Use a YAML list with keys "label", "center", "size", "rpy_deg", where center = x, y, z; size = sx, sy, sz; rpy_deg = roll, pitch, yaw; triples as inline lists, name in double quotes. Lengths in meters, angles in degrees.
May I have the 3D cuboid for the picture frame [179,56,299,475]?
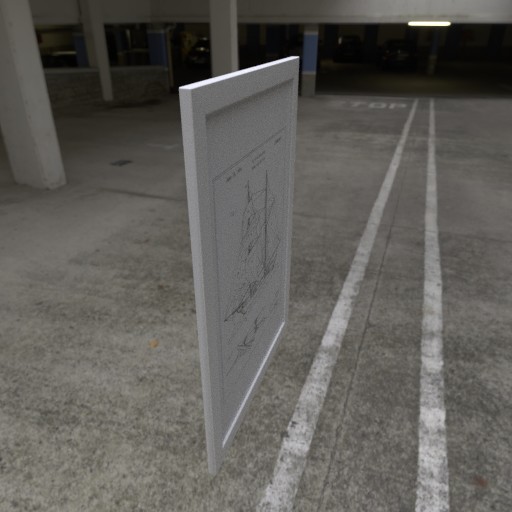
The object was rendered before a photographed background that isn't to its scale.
- label: "picture frame"
  center: [0.000, 0.000, 0.679]
  size: [0.012, 0.534, 0.381]
  rpy_deg: [10, 30, 17]
